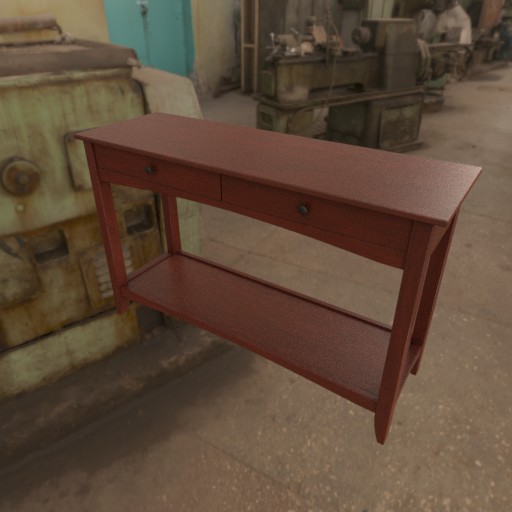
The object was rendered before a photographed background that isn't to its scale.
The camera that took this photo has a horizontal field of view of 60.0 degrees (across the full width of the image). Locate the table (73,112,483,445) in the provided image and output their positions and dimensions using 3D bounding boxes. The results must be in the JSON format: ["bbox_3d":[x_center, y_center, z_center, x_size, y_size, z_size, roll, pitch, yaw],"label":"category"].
[{"bbox_3d":[0.000,0.000,1.506,1.188,0.739,0.392,18,35,28],"label":"table"}]
